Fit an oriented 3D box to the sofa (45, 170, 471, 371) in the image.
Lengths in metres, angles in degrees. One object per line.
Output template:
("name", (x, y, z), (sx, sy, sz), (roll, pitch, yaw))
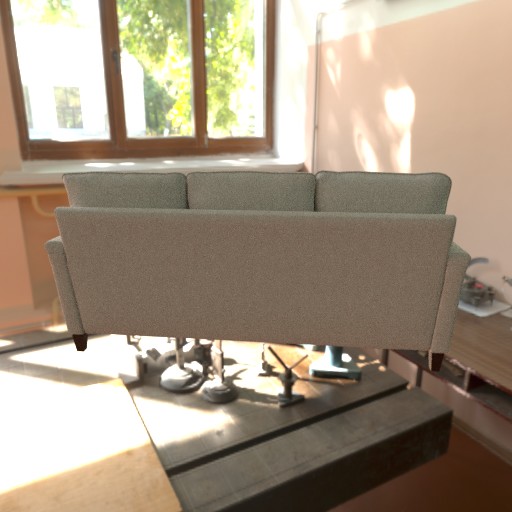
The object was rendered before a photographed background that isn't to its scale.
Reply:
("sofa", (0.000, 0.000, 2.371), (1.925, 0.961, 0.828), (2, 16, 6))
